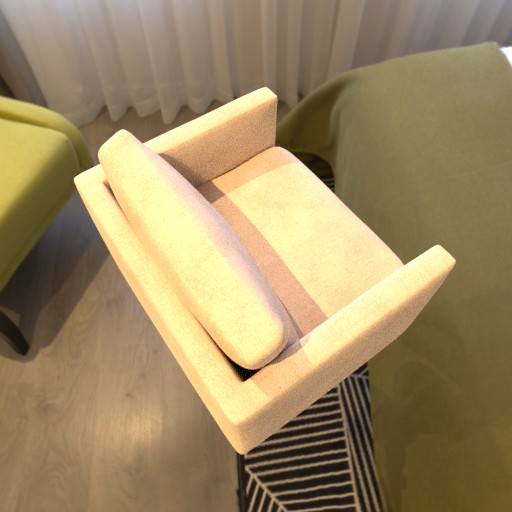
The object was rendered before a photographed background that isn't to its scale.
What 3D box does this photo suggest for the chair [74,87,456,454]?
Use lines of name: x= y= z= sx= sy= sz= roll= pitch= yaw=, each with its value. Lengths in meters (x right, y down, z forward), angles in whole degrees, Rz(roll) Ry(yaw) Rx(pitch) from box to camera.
chair: x=0.000 y=0.000 z=1.827 sx=0.959 sy=0.961 sz=1.133 roll=-31 pitch=64 yaw=-17
